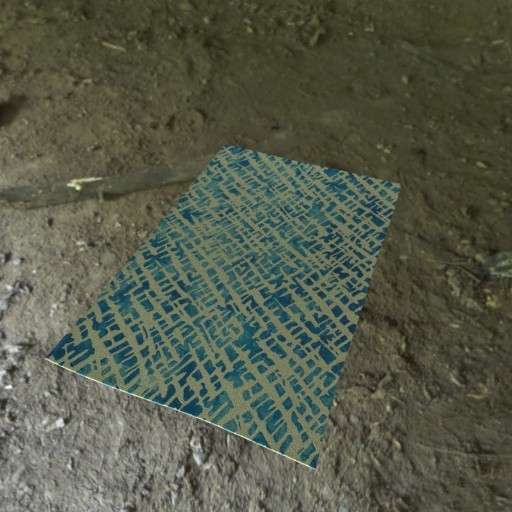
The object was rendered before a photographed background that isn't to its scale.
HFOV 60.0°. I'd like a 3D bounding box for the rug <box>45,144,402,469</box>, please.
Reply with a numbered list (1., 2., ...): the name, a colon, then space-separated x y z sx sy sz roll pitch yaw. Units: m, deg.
1. rug: 0.000 0.000 2.328 1.209 0.011 1.830 16 48 15
